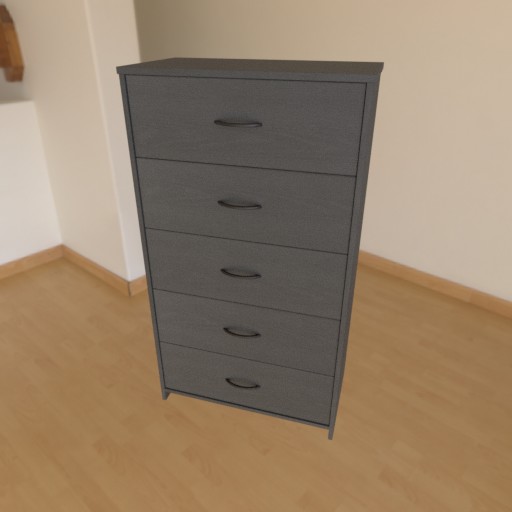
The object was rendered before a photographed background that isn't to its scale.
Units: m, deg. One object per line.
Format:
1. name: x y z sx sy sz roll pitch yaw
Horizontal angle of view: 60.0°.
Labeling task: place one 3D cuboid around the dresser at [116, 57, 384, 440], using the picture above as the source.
1. dresser: 0.000 0.000 1.578 0.704 1.255 0.399 8 29 15
